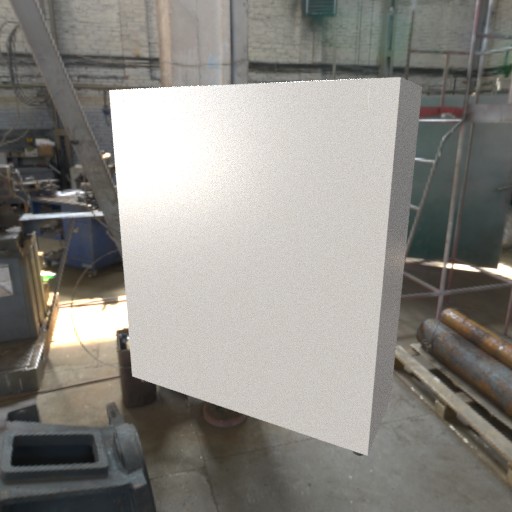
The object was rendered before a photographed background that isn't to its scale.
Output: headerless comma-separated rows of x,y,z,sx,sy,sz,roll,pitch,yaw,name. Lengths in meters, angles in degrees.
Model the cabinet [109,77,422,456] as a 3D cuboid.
0.000,0.000,1.624,0.990,1.150,0.348,9,19,27,cabinet
